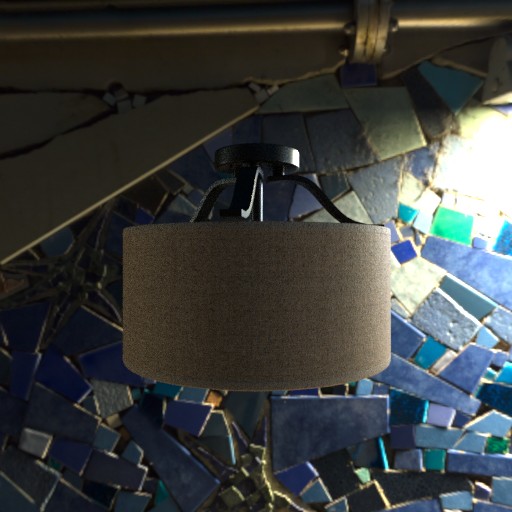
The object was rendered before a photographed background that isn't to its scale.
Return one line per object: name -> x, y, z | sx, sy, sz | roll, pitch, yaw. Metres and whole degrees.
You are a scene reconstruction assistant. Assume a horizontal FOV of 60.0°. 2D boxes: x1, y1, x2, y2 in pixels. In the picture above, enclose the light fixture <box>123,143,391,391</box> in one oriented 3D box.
light fixture -> 0.000, 0.000, 0.658 | 0.390, 0.306, 0.390 | 0, 0, 0
